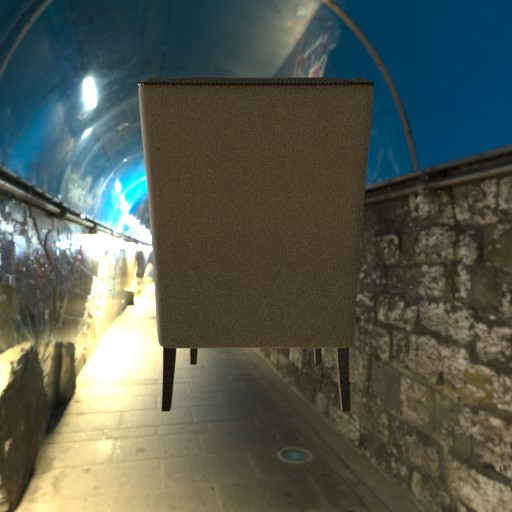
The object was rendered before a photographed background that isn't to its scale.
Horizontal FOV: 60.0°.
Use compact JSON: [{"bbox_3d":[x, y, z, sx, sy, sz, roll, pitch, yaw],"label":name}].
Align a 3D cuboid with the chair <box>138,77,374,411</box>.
[{"bbox_3d":[0.000,0.000,1.693,0.737,1.029,0.940,0,0,0],"label":"chair"}]
